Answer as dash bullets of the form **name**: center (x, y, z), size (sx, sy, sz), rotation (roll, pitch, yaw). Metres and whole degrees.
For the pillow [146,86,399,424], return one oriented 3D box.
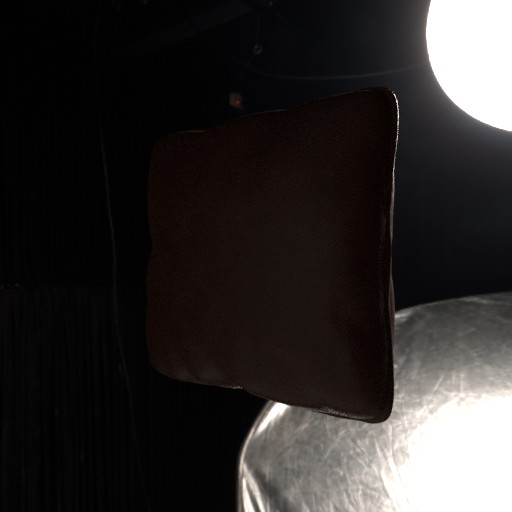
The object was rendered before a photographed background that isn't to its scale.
- **pillow**: center (0.000, 0.000, 0.821), size (0.532, 0.523, 0.236), rotation (0, -1, 36)
